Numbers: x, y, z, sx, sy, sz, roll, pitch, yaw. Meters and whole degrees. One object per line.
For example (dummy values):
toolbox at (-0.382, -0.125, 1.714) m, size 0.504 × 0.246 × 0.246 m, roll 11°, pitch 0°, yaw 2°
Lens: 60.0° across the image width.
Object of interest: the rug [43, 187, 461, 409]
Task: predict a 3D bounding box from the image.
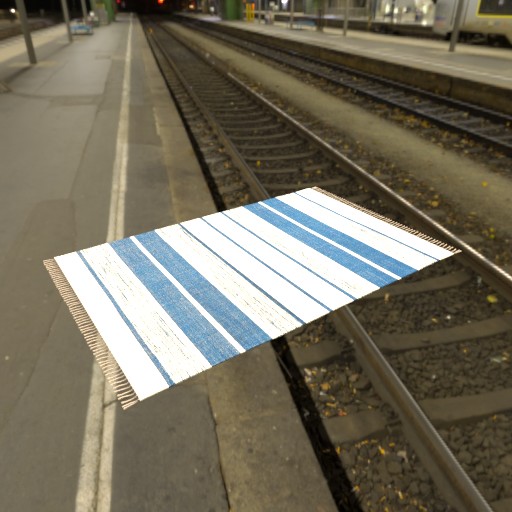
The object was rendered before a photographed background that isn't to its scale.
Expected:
rug at (0.000, 0.000, 3.041) m, size 2.441 × 0.010 × 1.532 m, roll -19°, pitch 35°, yaw -30°
